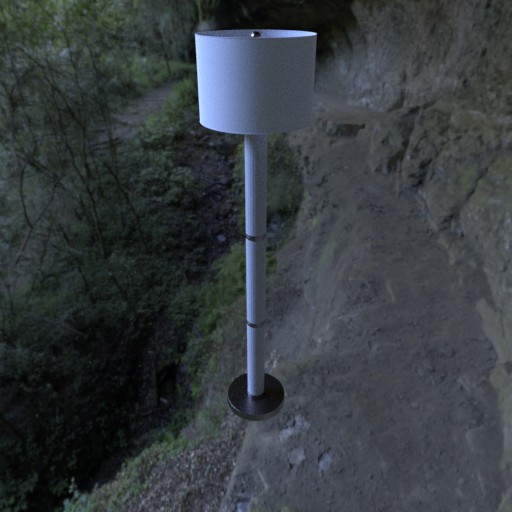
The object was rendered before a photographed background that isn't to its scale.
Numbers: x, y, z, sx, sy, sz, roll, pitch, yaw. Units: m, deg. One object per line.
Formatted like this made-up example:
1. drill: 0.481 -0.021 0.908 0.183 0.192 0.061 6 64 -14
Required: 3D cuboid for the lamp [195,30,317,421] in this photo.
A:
1. lamp: 0.000 0.000 1.765 0.377 1.599 0.377 20 35 30
